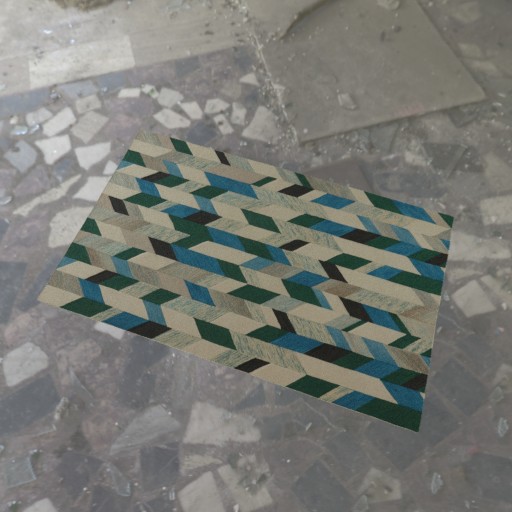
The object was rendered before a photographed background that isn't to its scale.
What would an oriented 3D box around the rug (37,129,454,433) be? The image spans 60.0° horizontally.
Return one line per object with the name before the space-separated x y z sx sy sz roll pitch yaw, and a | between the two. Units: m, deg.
rug | 0.000 0.000 2.958 2.433 0.007 1.507 17 64 9
